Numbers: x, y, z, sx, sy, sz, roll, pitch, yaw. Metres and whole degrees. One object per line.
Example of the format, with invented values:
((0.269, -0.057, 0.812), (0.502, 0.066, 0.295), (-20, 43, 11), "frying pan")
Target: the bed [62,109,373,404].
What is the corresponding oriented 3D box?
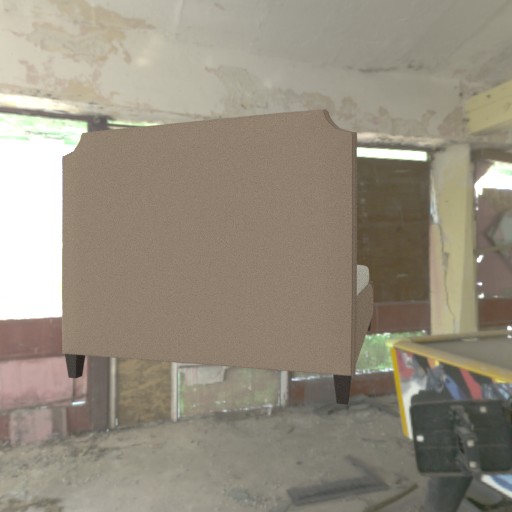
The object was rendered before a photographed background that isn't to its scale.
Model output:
((0.000, 0.000, 3.463), (1.713, 1.443, 2.372), (0, 0, 17), "bed")
